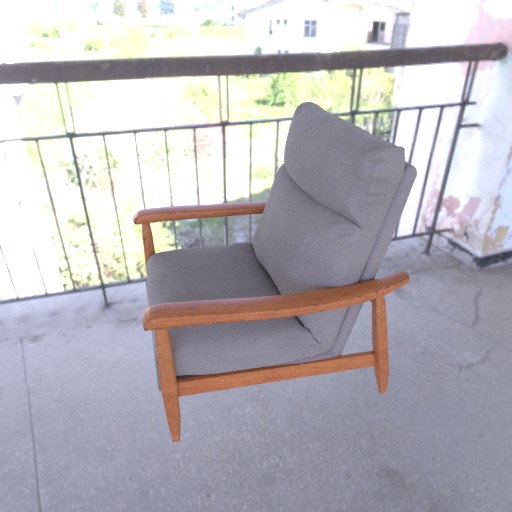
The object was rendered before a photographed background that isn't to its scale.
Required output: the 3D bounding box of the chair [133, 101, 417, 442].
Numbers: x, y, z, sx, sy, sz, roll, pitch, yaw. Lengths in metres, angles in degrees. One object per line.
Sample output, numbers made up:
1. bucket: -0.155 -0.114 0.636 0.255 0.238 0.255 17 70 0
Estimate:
1. chair: 0.000 0.000 1.579 0.816 0.922 0.782 -8 31 -14
